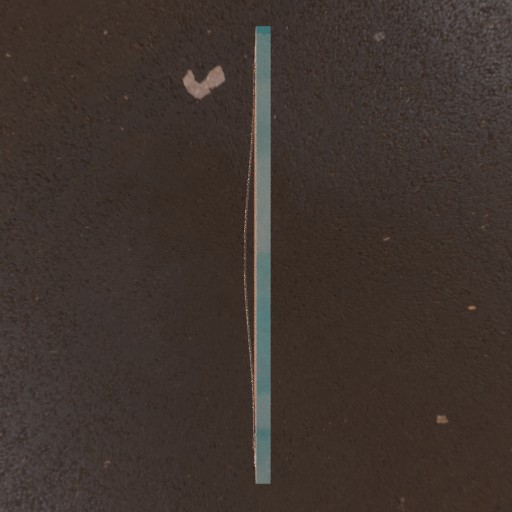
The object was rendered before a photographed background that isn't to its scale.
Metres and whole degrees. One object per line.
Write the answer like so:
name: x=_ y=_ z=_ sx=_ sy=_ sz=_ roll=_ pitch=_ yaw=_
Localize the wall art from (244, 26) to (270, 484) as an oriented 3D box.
wall art: x=0.000 y=0.000 z=0.858 sx=0.044 sy=0.254 sz=0.759 roll=0 pitch=90 yaw=-1
